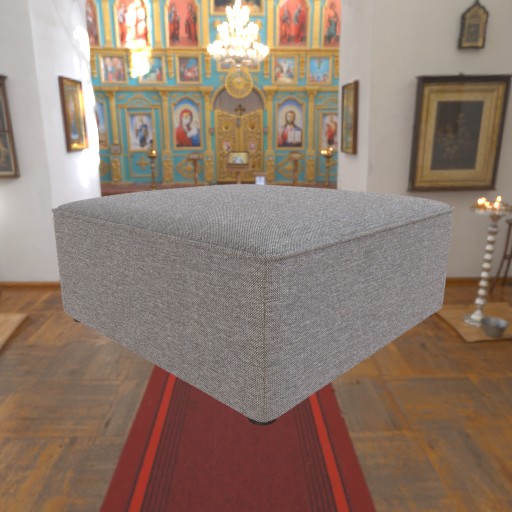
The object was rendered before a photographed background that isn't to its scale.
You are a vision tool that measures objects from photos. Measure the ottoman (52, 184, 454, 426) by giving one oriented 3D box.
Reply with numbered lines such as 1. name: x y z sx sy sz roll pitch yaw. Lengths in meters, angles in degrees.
1. ottoman: 0.000 0.000 1.564 1.005 0.455 1.005 13 19 42
